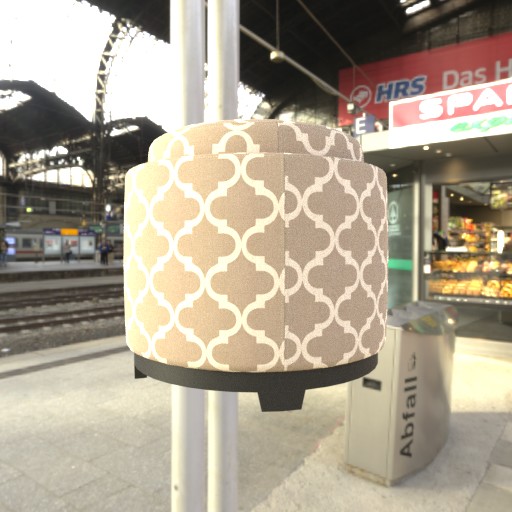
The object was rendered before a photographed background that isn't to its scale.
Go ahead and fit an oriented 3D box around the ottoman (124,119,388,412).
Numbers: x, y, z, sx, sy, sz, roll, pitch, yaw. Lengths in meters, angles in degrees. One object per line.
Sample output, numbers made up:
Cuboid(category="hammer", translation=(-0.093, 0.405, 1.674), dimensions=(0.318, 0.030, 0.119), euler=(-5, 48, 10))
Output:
Cuboid(category="ottoman", translation=(0.000, 0.000, 0.839), dimensions=(0.480, 0.429, 0.480), euler=(0, 1, 0))
